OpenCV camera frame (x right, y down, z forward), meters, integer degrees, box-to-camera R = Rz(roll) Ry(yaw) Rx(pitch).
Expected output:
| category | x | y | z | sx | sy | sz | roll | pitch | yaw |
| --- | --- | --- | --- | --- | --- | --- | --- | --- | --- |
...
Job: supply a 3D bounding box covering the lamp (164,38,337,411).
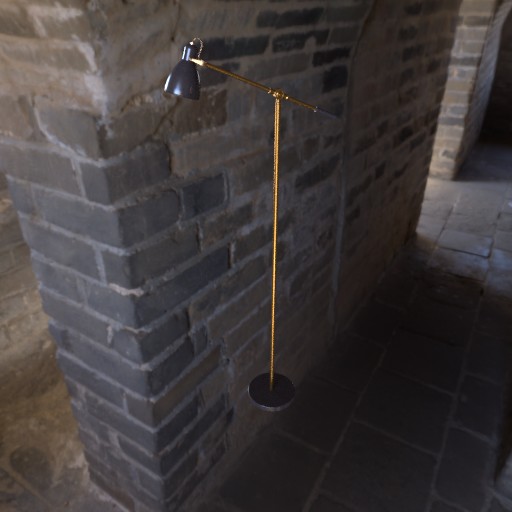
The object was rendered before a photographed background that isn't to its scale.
| category | x | y | z | sx | sy | sz | roll | pitch | yaw |
| --- | --- | --- | --- | --- | --- | --- | --- | --- | --- |
| lamp | 0.000 | 0.000 | 1.833 | 0.618 | 1.628 | 0.235 | -8 | 31 | -14 |
